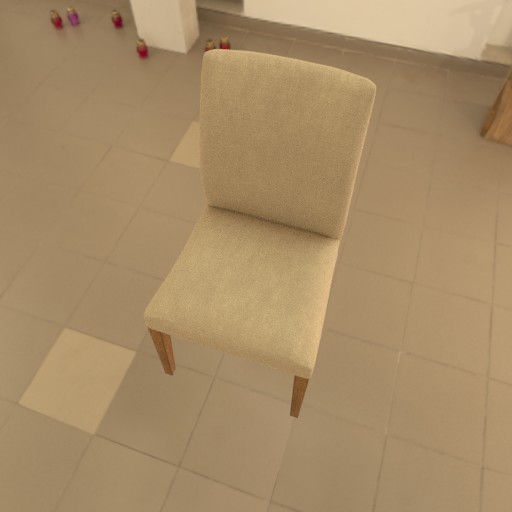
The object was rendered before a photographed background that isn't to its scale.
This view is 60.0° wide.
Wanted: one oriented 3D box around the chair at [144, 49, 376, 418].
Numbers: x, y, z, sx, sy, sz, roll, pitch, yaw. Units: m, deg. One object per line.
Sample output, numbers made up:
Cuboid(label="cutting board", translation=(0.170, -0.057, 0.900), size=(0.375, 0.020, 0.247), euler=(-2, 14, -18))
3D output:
Cuboid(label="chair", translation=(0.000, 0.000, 1.315), size=(0.496, 0.940, 0.585), euler=(16, 58, 10))
